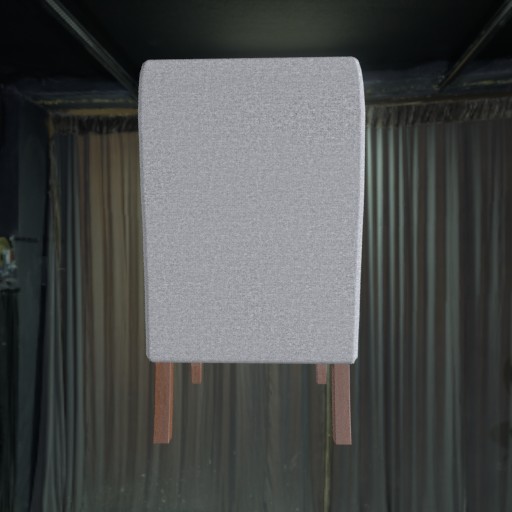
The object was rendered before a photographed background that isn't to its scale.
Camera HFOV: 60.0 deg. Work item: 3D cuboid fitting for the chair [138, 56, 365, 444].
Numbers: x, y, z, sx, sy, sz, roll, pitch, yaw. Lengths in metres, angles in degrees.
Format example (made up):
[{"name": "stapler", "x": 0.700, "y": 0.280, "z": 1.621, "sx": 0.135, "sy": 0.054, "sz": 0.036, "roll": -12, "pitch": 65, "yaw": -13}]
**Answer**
[{"name": "chair", "x": 0.000, "y": 0.000, "z": 1.182, "sx": 0.513, "sy": 0.804, "sz": 0.592, "roll": 0, "pitch": 0, "yaw": 1}]
